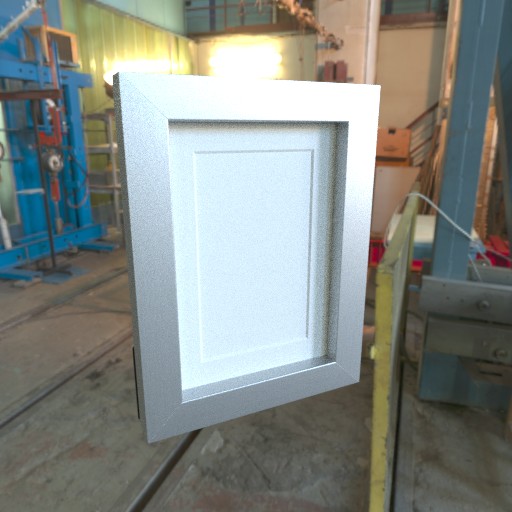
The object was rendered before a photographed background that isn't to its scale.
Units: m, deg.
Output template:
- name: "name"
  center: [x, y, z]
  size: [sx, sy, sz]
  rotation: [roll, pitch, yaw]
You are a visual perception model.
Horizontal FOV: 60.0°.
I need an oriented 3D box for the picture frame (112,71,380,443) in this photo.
- name: "picture frame"
  center: [0.000, 0.000, 0.282]
  size: [0.157, 0.208, 0.028]
  rotation: [-7, 17, -25]
